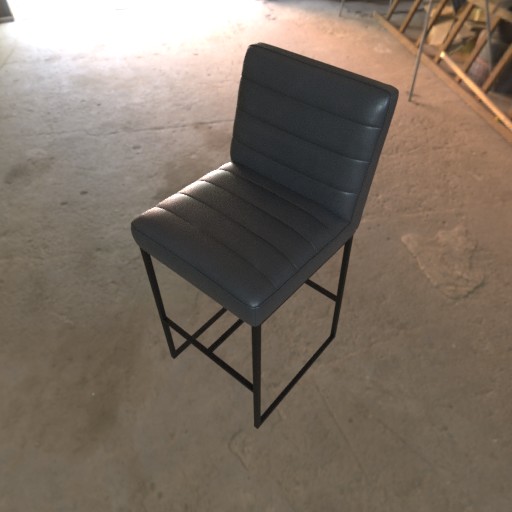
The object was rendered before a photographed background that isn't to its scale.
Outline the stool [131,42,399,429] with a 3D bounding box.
[{"bbox_3d":[0.000,0.000,1.374,0.457,1.040,0.552,32,55,26],"label":"stool"}]
